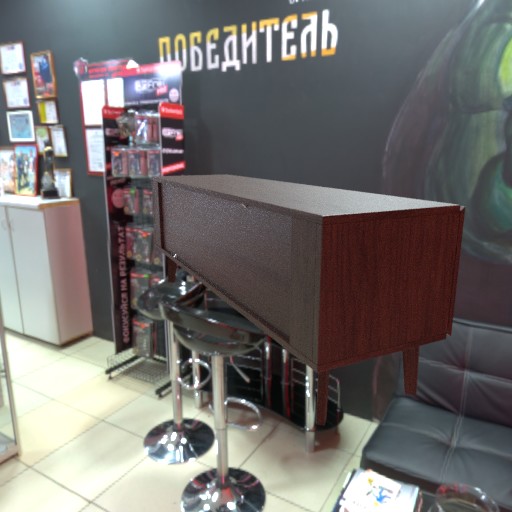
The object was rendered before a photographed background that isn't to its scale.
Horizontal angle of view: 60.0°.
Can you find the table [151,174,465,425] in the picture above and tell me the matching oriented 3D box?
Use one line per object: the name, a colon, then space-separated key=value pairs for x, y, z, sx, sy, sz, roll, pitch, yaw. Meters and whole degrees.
table: x=0.000 y=0.000 z=1.619 sx=0.405 sy=0.508 sz=1.397 roll=-7 pitch=15 yaw=-26
